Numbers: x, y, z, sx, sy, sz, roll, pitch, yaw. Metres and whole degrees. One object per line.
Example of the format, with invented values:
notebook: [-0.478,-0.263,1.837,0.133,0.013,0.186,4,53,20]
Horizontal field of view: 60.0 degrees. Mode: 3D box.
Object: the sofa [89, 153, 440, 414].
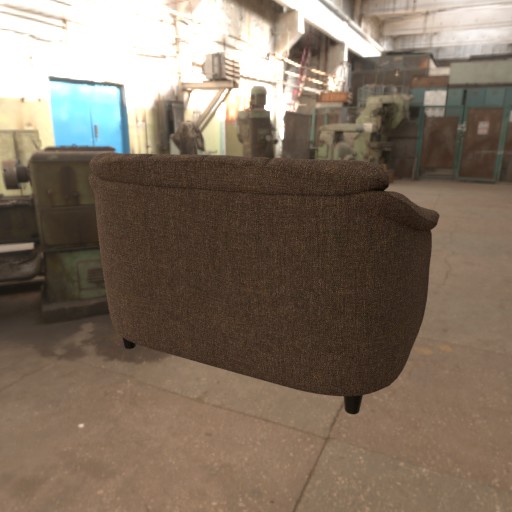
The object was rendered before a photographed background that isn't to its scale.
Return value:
sofa: [0.000,0.000,1.934,1.404,0.895,0.799,8,18,26]
